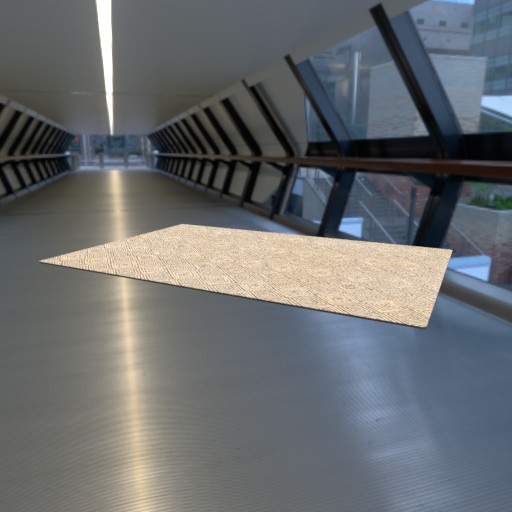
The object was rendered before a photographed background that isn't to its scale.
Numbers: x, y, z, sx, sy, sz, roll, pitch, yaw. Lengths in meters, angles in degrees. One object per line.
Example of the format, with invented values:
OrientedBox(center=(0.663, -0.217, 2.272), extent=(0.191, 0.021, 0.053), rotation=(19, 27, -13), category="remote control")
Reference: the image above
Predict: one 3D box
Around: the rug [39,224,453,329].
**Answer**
OrientedBox(center=(0.000, 0.000, 2.276), extent=(1.783, 0.008, 1.175), rotation=(7, 16, 26), category="rug")
